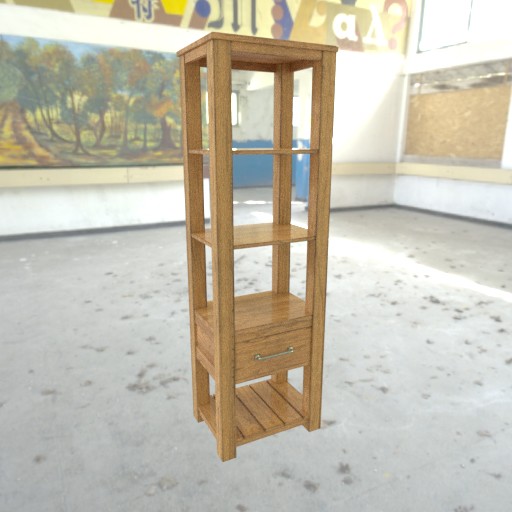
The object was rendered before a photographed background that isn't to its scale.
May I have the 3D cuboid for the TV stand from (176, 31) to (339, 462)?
[{"bbox_3d":[0.000,0.000,2.118,0.565,1.828,0.435,-7,16,-26],"label":"TV stand"}]
